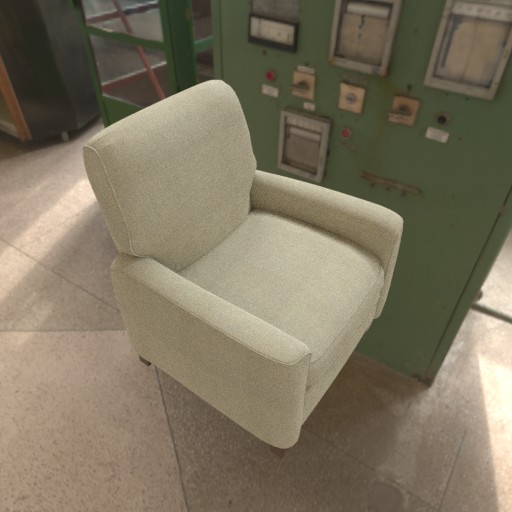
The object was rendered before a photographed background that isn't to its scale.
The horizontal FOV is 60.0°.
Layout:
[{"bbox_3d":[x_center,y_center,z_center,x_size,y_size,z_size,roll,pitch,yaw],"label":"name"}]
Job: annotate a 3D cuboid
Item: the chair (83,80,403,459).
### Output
[{"bbox_3d":[0.000,0.000,1.631,0.853,1.006,0.850,25,47,26],"label":"chair"}]
